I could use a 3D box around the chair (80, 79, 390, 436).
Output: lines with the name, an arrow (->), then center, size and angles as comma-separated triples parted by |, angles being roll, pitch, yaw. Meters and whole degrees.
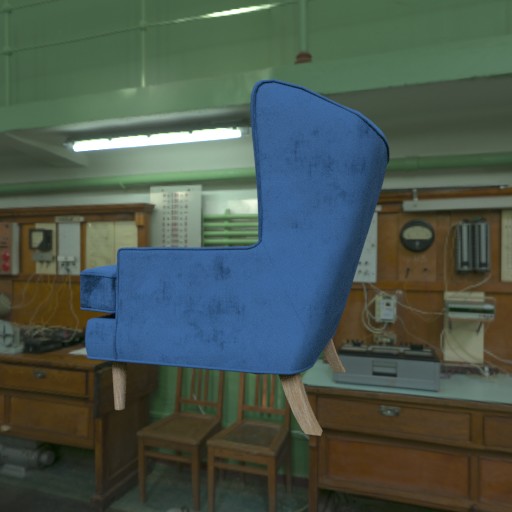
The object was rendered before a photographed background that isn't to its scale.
chair -> 0.000, 0.000, 1.582 | 0.910, 0.952, 0.793 | 0, 1, 17
